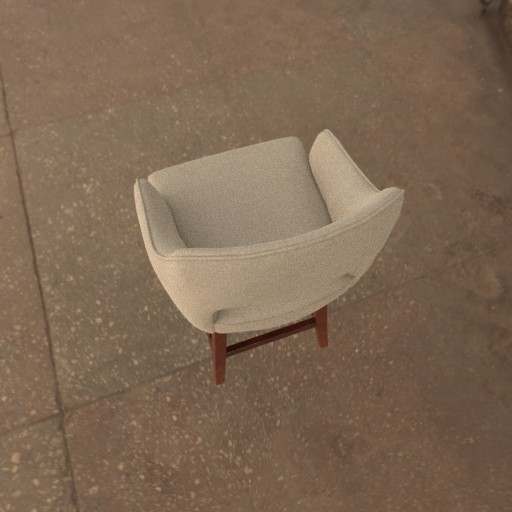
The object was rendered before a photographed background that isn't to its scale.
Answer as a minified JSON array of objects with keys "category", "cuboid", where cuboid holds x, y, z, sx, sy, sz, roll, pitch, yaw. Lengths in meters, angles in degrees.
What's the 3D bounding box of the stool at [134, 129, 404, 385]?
[{"category":"stool","cuboid":[0.000,0.000,1.255,0.550,0.936,0.560,-17,61,-10]}]
